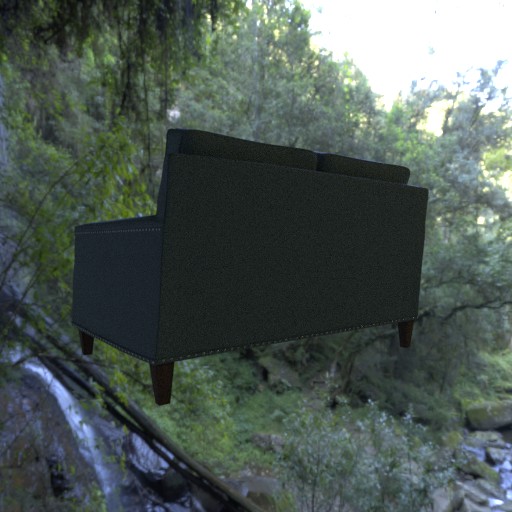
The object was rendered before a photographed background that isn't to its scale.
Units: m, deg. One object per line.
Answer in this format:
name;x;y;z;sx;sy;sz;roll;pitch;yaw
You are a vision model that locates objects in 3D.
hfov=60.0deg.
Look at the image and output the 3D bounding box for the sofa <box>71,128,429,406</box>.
sofa;0.000;0.000;2.314;1.597;1.003;1.084;-1;2;-37
